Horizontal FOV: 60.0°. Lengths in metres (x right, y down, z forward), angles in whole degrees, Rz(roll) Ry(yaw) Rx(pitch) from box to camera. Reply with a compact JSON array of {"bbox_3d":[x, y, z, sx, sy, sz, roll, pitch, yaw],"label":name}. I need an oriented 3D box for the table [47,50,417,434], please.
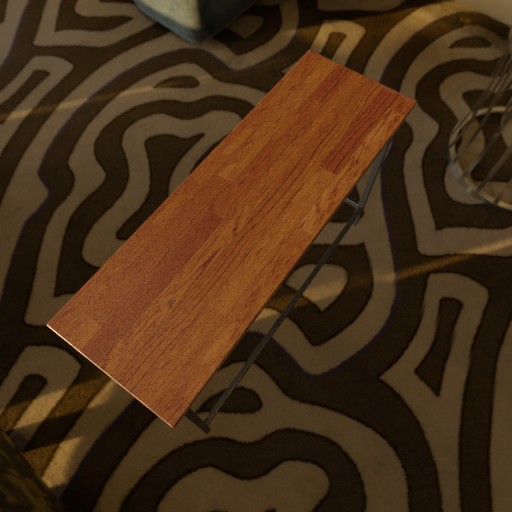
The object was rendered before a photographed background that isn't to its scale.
[{"bbox_3d":[0.000,0.000,1.585,0.408,0.740,1.204,33,68,15],"label":"table"}]
